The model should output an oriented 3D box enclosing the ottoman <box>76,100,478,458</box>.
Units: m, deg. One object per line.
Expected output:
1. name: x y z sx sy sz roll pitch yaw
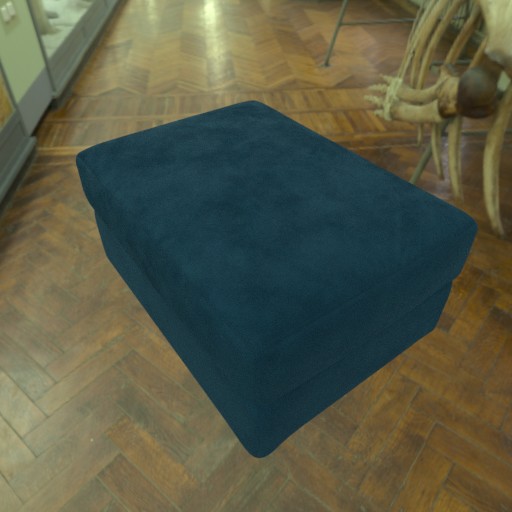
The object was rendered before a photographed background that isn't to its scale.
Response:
1. ottoman: 0.000 0.000 1.100 0.572 0.503 0.773 -26 47 -26
